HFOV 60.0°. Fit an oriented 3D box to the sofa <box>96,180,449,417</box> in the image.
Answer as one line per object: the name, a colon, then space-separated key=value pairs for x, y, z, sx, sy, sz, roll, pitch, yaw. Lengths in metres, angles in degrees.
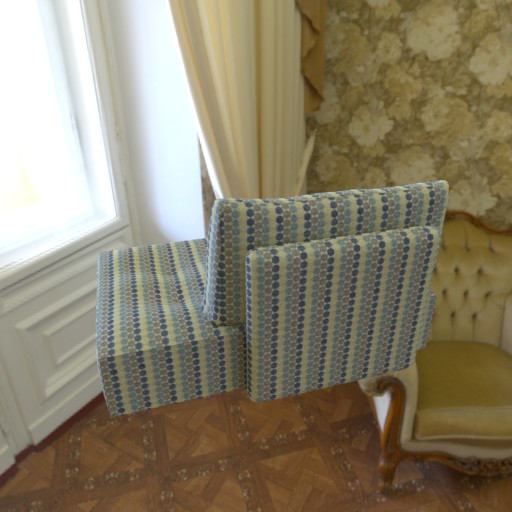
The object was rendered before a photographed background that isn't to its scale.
sofa: x=0.000 y=0.000 z=2.044 sx=1.450 sy=0.820 sz=1.000 roll=-8 pitch=28 yaw=-15
